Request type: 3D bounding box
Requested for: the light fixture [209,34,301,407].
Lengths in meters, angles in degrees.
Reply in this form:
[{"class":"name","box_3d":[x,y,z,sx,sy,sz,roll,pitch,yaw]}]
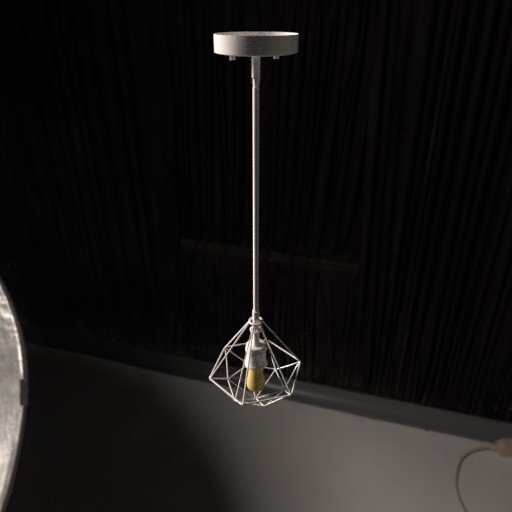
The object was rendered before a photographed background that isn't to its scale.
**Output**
[{"class":"light fixture","box_3d":[0.000,0.000,1.965,0.431,1.764,0.487,8,30,13]}]
